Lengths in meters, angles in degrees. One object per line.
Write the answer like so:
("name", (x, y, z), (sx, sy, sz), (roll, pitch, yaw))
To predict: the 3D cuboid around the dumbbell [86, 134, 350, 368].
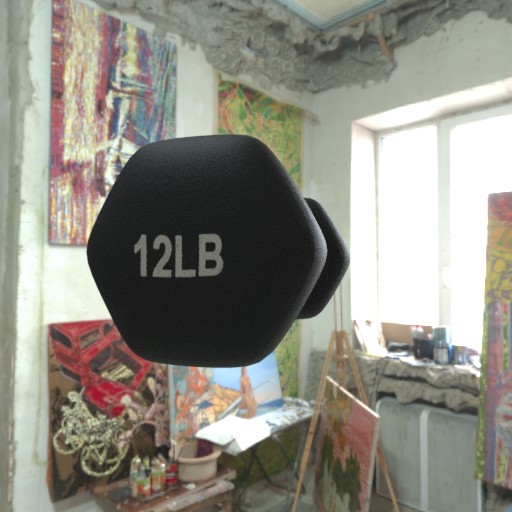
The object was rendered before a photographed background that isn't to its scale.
("dumbbell", (0.000, 0.000, 0.289), (0.112, 0.101, 0.231), (0, -1, 16))
